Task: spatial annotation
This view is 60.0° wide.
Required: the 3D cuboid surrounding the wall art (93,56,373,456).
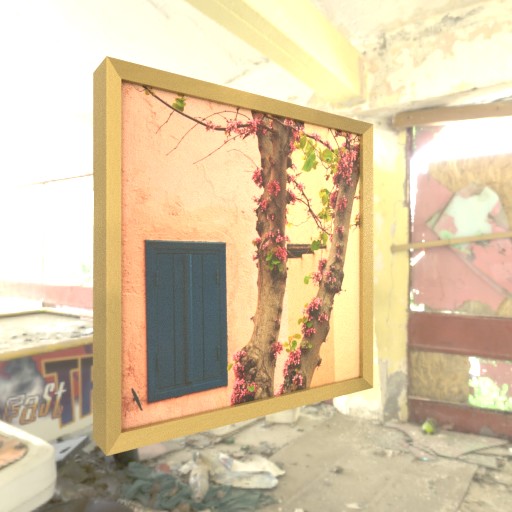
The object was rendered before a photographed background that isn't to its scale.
[{"bbox_3d":[0.000,0.000,0.440,0.304,0.305,0.038,0,0,-35],"label":"wall art"}]
